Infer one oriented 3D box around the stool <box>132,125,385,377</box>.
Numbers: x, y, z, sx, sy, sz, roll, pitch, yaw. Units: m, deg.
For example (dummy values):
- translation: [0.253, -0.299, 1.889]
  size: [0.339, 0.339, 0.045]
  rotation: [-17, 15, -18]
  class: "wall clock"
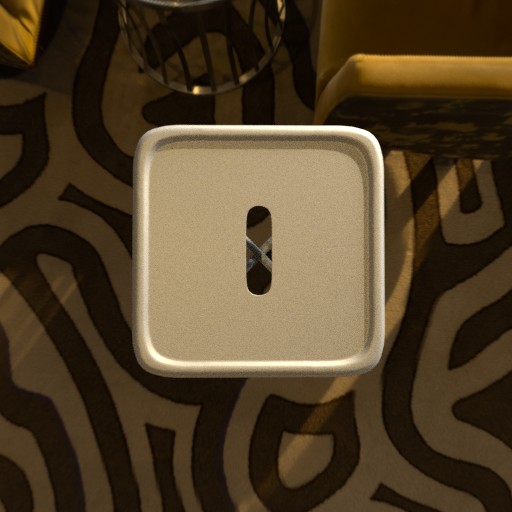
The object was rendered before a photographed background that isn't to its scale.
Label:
- translation: [0.000, 0.000, 0.834]
  size: [0.406, 0.610, 0.406]
  rotation: [0, 89, -1]
  class: "stool"
